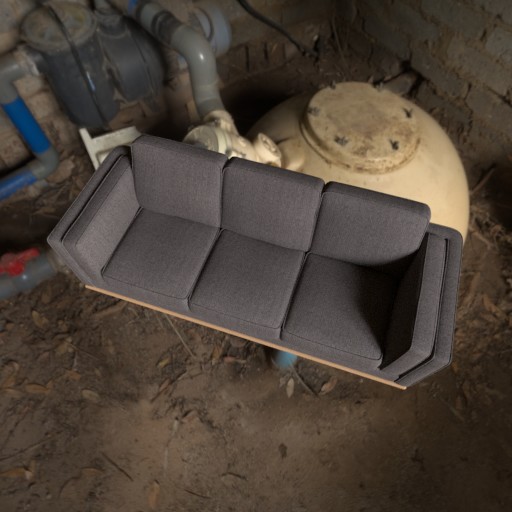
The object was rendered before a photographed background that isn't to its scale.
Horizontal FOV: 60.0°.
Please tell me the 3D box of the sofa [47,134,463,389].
[{"bbox_3d":[0.000,0.000,2.832,2.362,0.899,0.903,16,59,10],"label":"sofa"}]
